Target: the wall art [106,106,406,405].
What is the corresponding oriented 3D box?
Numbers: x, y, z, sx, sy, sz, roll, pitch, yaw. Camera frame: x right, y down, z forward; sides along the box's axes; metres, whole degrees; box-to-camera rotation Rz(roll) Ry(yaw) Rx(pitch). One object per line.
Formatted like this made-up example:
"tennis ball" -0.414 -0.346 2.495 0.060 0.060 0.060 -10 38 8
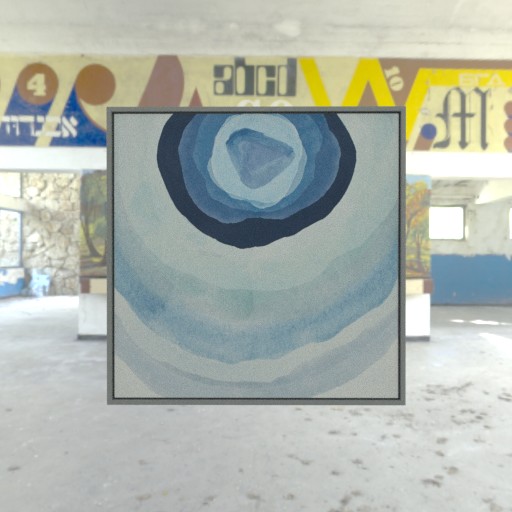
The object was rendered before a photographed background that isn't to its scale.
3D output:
"wall art" 0.000 0.000 1.214 0.809 0.807 0.038 0 0 0
